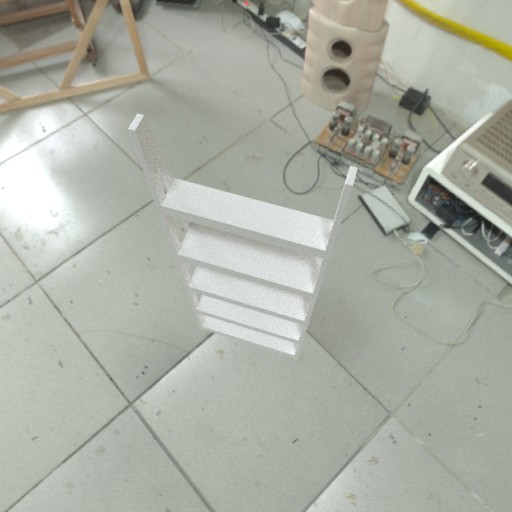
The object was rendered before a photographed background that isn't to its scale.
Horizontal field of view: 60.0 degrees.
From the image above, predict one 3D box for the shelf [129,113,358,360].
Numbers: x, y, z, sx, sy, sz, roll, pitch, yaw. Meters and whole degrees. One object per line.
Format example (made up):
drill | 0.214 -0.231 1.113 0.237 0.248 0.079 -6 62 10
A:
shelf | 0.000 0.000 2.043 0.636 1.779 0.341 16 64 8
